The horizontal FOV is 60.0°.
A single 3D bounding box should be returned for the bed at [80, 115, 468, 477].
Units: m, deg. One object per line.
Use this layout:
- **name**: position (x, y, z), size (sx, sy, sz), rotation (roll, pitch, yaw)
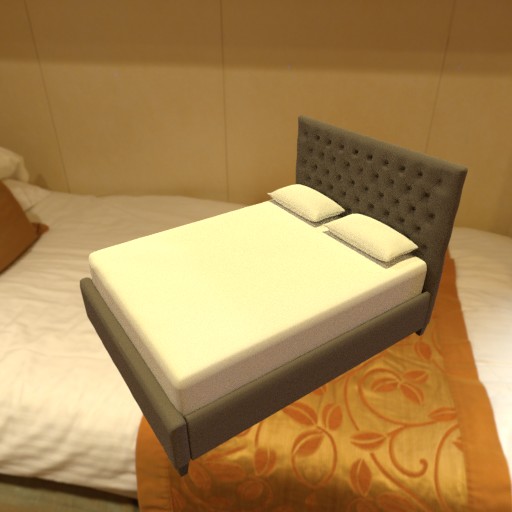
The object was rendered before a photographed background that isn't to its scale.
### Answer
- **bed**: position (0.000, 0.000, 3.280), size (2.233, 1.426, 1.696), rotation (-20, 36, -29)
